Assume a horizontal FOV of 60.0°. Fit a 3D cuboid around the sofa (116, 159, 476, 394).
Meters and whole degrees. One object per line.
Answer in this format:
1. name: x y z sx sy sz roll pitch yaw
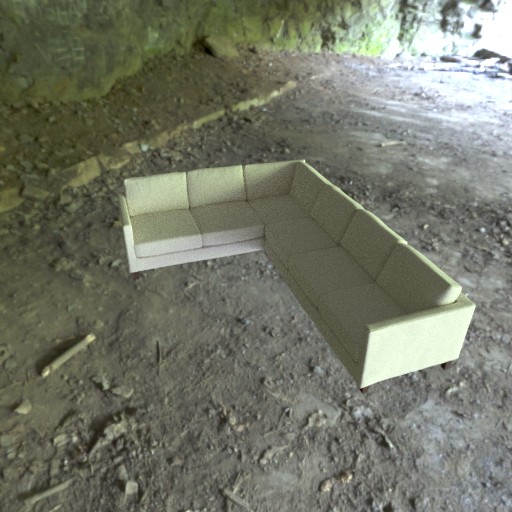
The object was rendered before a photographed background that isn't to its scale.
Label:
1. sofa: 0.000 0.000 4.397 2.432 0.863 3.182 -10 33 -16
